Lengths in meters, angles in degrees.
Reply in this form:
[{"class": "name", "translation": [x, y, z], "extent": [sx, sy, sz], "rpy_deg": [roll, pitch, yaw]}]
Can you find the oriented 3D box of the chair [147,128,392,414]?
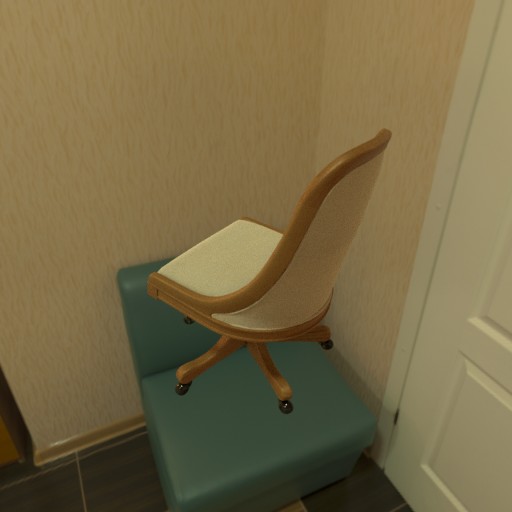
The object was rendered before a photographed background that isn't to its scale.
[{"class": "chair", "translation": [0.000, 0.000, 1.621], "extent": [0.811, 1.009, 0.702], "rpy_deg": [20, 37, 29]}]
